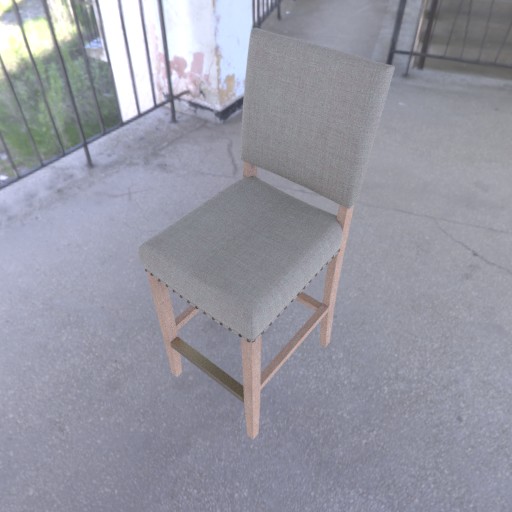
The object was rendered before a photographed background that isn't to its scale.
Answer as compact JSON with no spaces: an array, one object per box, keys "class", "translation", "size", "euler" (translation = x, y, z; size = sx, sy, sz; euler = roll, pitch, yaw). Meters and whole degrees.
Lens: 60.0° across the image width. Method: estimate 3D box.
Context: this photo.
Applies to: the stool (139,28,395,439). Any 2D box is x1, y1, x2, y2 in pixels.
[{"class":"stool","translation":[0.000,0.000,1.440],"size":[0.445,1.173,0.585],"euler":[30,52,27]}]
